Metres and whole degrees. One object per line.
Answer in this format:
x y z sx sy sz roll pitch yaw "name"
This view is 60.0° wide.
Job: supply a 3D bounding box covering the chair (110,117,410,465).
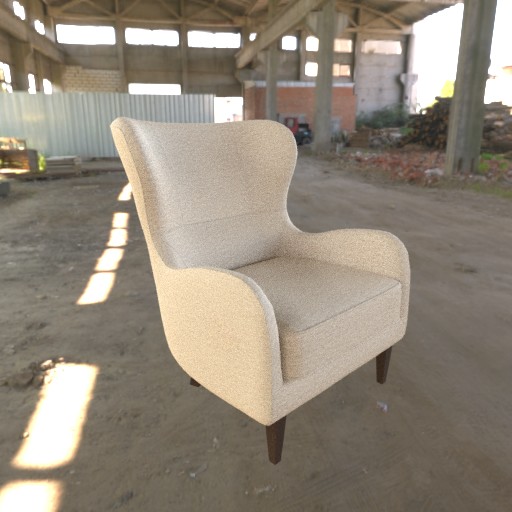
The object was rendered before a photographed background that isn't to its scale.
0.000 0.000 1.778 0.861 1.064 0.984 -15 22 -43 "chair"
